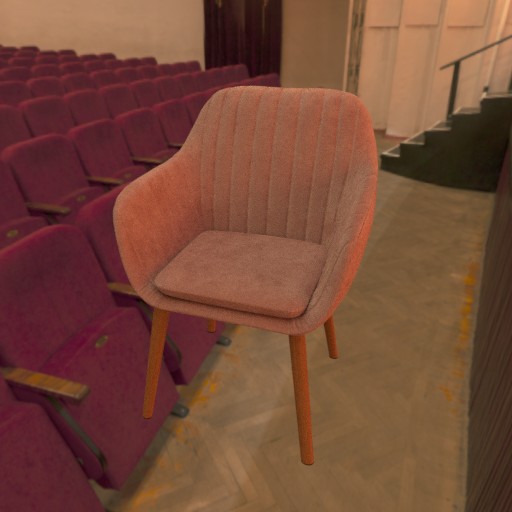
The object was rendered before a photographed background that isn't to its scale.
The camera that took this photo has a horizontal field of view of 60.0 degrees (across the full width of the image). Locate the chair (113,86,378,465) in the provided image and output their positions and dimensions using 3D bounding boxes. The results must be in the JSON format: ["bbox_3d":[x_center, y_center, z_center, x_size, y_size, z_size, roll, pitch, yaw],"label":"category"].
[{"bbox_3d":[0.000,0.000,1.233,0.610,0.832,0.570,9,28,17],"label":"chair"}]
